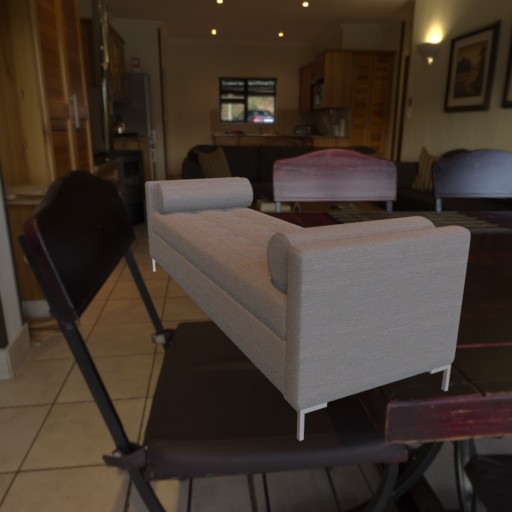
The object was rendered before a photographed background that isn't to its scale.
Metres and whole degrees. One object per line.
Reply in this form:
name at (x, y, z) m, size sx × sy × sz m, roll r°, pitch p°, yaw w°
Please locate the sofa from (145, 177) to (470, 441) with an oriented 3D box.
sofa at (0.000, 0.000, 2.301) m, size 0.686 × 0.635 × 1.981 m, roll -7°, pitch 17°, yaw -25°
